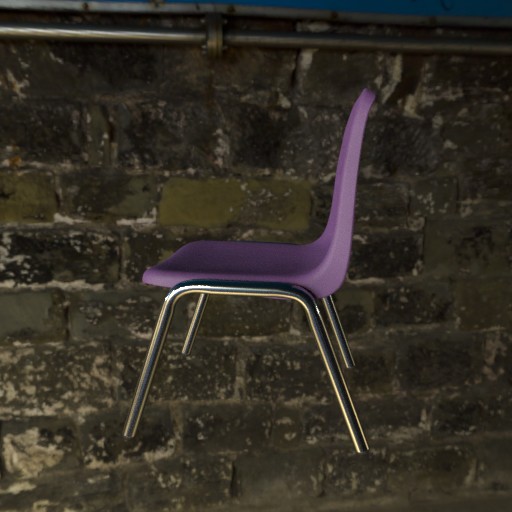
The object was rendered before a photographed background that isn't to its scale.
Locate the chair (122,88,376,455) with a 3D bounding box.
[{"bbox_3d":[0.000,0.000,0.839,0.419,0.584,0.356,2,13,8],"label":"chair"}]
